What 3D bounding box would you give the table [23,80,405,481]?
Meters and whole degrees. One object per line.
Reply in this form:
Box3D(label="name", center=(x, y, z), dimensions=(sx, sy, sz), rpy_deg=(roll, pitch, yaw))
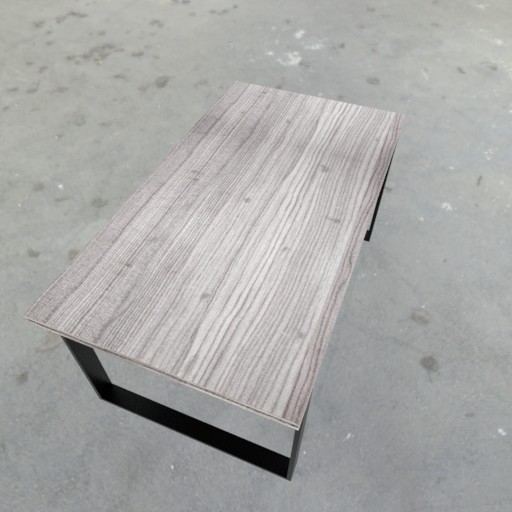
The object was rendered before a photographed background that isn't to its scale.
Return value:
Box3D(label="table", center=(0.000, 0.000, 1.991), dimensions=(0.881, 0.736, 1.579), rpy_deg=(17, 51, 15))
